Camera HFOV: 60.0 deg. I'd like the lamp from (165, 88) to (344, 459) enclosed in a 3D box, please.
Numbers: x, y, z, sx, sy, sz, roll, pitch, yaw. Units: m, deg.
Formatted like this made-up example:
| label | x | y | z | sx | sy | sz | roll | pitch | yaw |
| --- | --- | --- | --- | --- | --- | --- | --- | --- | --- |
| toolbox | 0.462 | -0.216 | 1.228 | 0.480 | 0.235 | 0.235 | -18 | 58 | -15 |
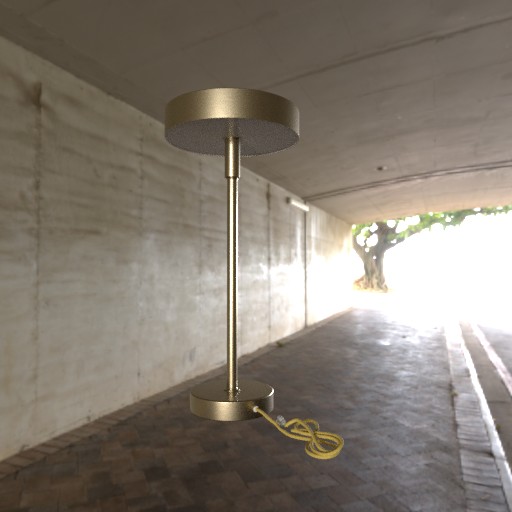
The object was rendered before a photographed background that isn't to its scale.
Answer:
| label | x | y | z | sx | sy | sz | roll | pitch | yaw |
| --- | --- | --- | --- | --- | --- | --- | --- | --- | --- |
| lamp | 0.000 | 0.000 | 0.699 | 0.229 | 0.508 | 0.369 | 1 | -2 | -35 |
